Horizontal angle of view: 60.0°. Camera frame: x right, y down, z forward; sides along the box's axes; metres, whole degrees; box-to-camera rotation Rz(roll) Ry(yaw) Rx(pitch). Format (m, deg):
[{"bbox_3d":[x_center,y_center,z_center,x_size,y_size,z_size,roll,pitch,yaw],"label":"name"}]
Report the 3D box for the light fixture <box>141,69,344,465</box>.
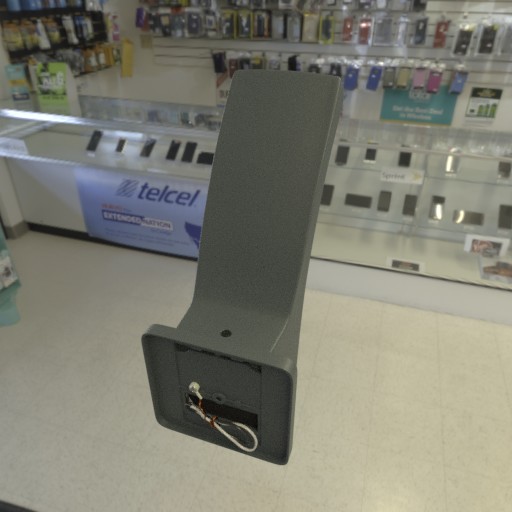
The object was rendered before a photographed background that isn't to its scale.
[{"bbox_3d":[0.000,0.000,0.337,0.108,0.243,0.174,11,34,17],"label":"light fixture"}]
